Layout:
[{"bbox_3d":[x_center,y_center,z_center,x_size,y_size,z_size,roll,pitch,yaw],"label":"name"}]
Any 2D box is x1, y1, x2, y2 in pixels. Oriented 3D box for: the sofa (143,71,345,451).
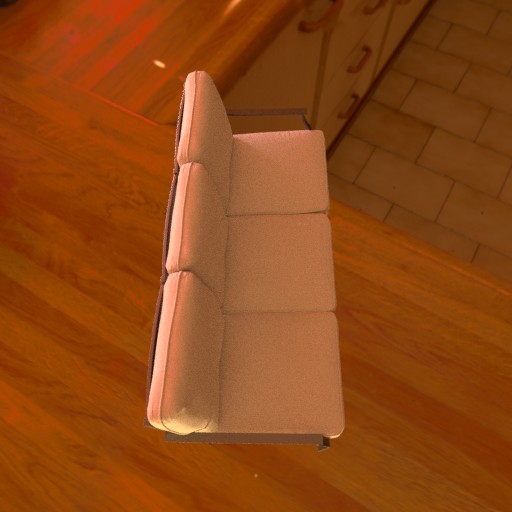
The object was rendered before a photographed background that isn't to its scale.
[{"bbox_3d":[0.000,0.000,2.212,0.787,0.860,1.740,1,64,0],"label":"sofa"}]
